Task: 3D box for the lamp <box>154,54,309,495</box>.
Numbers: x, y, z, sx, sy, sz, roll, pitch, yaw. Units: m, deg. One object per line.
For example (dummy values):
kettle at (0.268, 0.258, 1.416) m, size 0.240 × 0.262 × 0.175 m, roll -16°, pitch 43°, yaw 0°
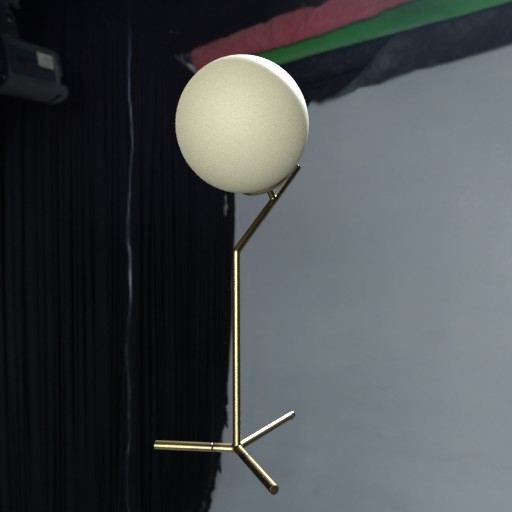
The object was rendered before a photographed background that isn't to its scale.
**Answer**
lamp at (0.000, 0.000, 0.656) m, size 0.210 × 0.552 × 0.251 m, roll 1°, pitch 1°, yaw 36°
